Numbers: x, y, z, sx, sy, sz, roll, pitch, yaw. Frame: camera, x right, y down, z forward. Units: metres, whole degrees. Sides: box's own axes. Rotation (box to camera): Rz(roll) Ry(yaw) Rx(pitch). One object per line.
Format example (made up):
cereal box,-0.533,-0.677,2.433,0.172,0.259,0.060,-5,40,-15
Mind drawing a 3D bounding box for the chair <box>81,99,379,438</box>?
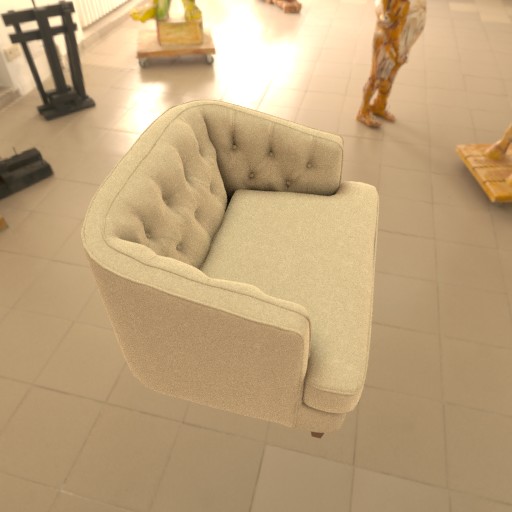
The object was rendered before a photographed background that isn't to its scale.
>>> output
chair,0.000,0.000,1.781,0.941,0.852,1.104,10,46,10
